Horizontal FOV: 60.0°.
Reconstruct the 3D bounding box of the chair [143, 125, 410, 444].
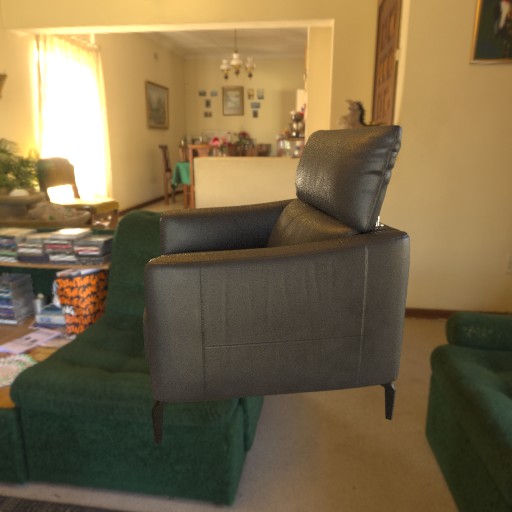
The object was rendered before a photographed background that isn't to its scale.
[{"bbox_3d":[0.000,0.000,1.702,0.809,0.949,0.976,-2,15,-9],"label":"chair"}]
